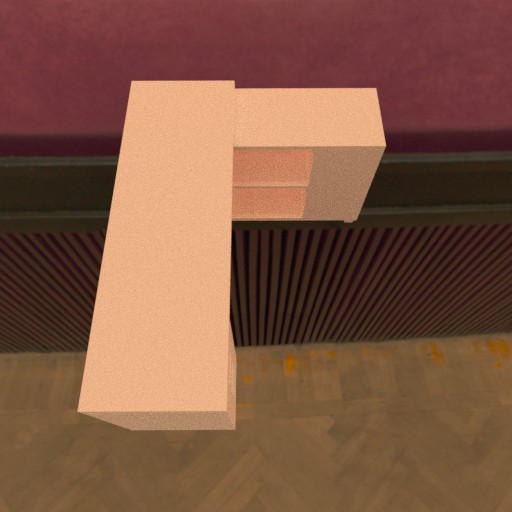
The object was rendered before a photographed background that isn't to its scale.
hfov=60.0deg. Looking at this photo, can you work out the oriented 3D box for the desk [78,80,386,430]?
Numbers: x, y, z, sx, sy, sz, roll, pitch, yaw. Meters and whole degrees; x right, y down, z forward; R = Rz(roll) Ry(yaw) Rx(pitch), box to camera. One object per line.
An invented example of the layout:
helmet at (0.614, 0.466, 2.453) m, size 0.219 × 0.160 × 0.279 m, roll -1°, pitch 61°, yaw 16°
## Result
desk at (0.000, 0.000, 2.157) m, size 1.199 × 0.759 × 1.524 m, roll 0°, pitch 64°, yaw 0°
